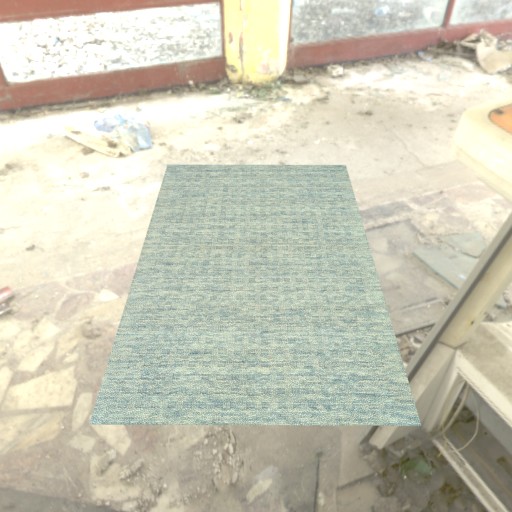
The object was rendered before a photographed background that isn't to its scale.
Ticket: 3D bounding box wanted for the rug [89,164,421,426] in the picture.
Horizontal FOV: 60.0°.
[{"bbox_3d":[0.000,0.000,2.182,1.142,0.006,1.752,0,42,0],"label":"rug"}]
